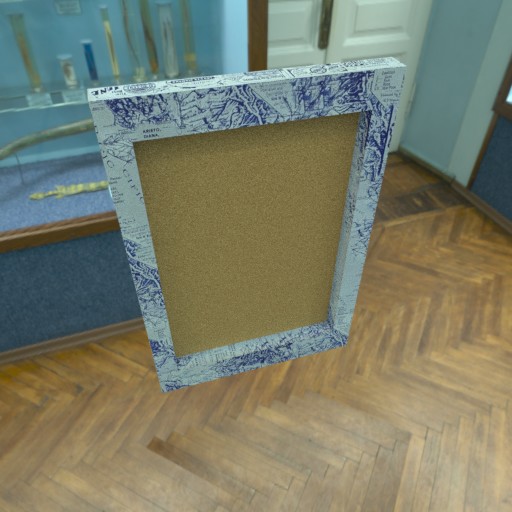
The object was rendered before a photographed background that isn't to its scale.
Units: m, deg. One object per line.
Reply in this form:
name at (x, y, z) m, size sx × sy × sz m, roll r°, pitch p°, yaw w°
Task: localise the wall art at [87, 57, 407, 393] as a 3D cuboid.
wall art at (0.000, 0.000, 0.473) m, size 0.255 × 0.376 × 0.025 m, roll -11°, pitch 43°, yaw -13°
